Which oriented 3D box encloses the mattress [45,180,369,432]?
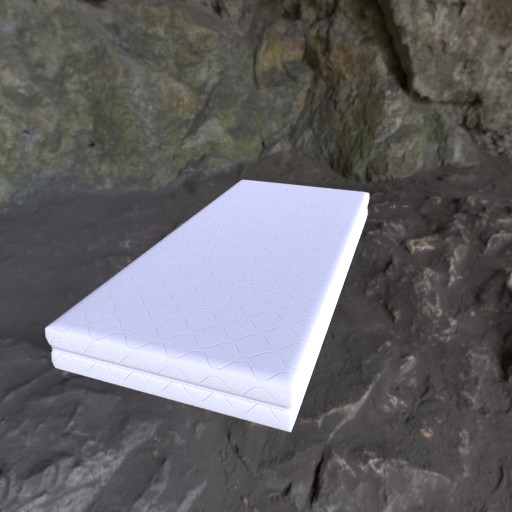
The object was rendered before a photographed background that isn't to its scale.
[{"bbox_3d":[0.000,0.000,2.242,0.900,0.200,1.900,9,28,17],"label":"mattress"}]
